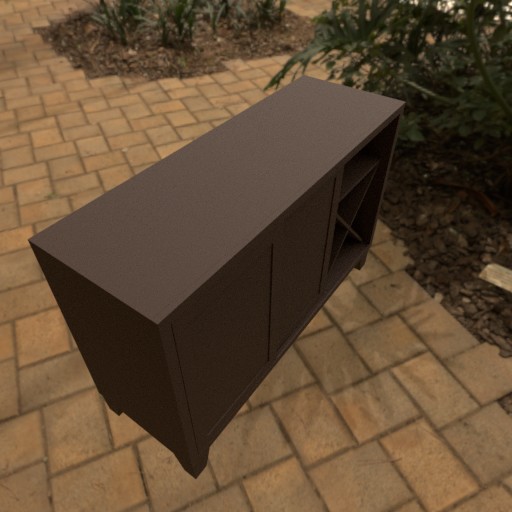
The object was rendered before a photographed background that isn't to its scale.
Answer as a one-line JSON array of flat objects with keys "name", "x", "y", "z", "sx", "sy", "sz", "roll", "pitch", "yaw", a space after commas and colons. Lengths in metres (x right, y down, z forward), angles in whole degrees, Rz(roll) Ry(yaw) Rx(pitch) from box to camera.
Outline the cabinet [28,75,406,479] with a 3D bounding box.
[{"name": "cabinet", "x": 0.000, "y": 0.000, "z": 1.794, "sx": 0.482, "sy": 0.914, "sz": 1.396, "roll": 26, "pitch": 49, "yaw": 25}]
